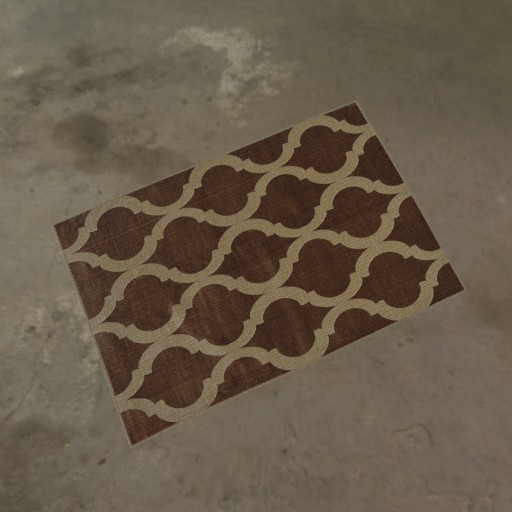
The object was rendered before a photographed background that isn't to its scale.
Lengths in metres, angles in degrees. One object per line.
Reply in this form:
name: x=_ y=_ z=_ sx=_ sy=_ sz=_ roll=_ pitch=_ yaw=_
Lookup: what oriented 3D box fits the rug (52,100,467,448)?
rug: x=0.000 y=0.000 z=2.882 sx=2.290 sy=0.014 sz=1.526 roll=-24 pitch=76 yaw=-6
